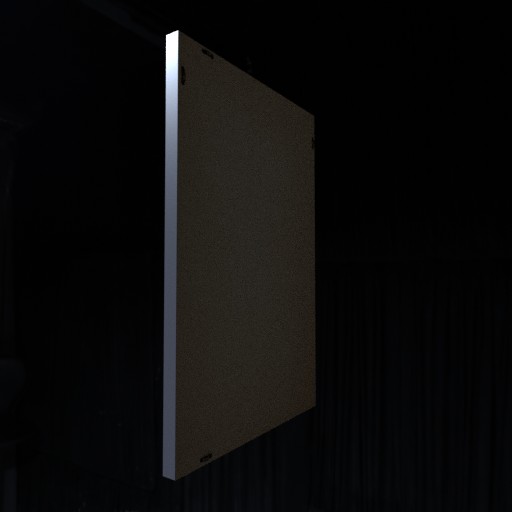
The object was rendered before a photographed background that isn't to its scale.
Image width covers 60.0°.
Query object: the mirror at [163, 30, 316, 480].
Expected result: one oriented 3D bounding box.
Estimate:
[{"bbox_3d":[0.000,0.000,1.158,0.040,0.915,0.609,-2,-3,35],"label":"mirror"}]
